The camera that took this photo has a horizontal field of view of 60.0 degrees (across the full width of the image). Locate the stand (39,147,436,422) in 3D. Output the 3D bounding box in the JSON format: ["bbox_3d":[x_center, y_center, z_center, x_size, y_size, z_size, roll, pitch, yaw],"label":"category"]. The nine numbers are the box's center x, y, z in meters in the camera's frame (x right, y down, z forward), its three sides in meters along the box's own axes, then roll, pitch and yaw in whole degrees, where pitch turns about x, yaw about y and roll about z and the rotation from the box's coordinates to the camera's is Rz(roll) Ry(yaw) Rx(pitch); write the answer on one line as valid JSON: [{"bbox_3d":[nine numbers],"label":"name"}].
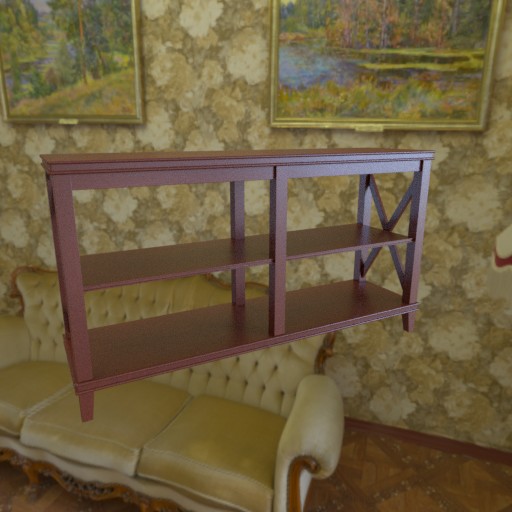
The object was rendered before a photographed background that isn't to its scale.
[{"bbox_3d":[0.000,0.000,1.669,1.372,0.762,0.381,-8,18,-27],"label":"stand"}]
